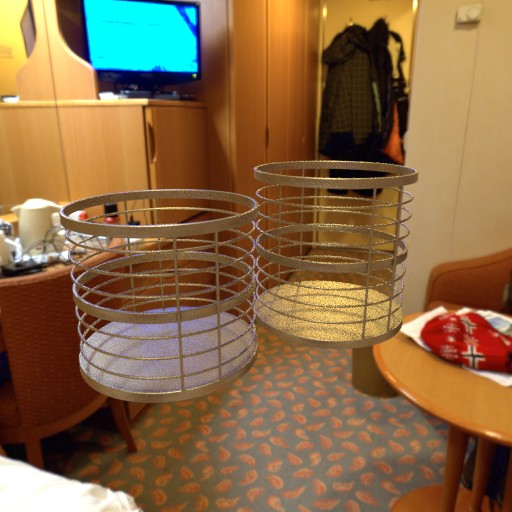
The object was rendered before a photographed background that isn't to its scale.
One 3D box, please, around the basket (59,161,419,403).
[{"bbox_3d":[0.000,0.000,0.948,0.746,0.351,0.356,-9,19,-26],"label":"basket"}]
